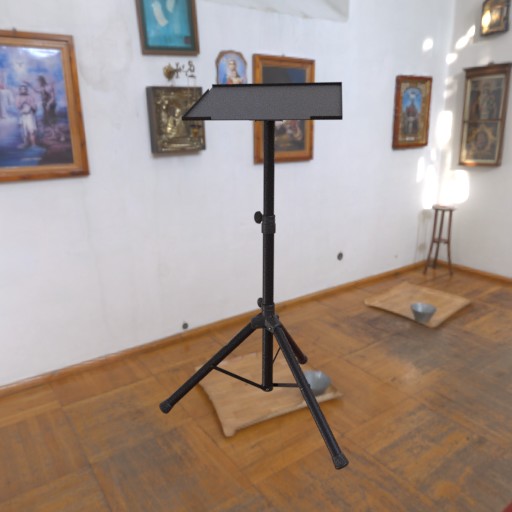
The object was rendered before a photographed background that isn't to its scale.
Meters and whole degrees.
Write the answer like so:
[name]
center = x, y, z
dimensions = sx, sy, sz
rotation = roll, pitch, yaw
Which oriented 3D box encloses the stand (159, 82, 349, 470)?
[stand]
center = 0.000, 0.000, 1.612
dimensions = 0.702, 1.198, 0.702
rotation = 3, 16, 9
